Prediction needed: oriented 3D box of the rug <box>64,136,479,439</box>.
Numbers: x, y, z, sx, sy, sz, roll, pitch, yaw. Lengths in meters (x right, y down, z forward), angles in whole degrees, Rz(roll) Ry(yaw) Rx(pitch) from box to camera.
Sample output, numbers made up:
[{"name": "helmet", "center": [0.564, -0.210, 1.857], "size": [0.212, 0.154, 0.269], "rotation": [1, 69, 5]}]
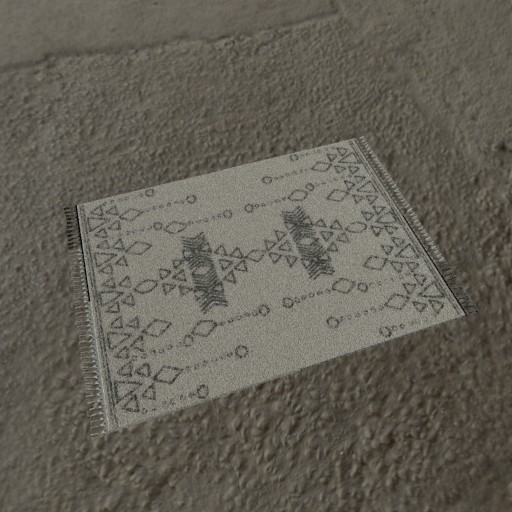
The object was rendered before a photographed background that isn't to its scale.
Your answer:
[{"name": "rug", "center": [0.000, 0.000, 2.884], "size": [2.312, 0.013, 1.600], "rotation": [-15, 59, -10]}]
